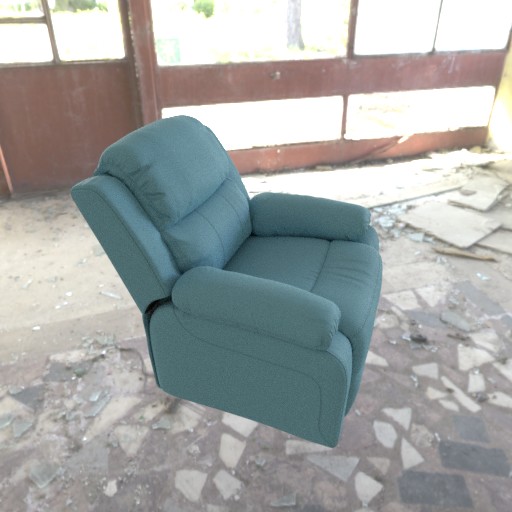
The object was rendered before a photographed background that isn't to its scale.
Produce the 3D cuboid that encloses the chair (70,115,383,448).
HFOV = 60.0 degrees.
[{"bbox_3d":[0.000,0.000,1.274,0.709,0.702,0.680,10,32,17],"label":"chair"}]
